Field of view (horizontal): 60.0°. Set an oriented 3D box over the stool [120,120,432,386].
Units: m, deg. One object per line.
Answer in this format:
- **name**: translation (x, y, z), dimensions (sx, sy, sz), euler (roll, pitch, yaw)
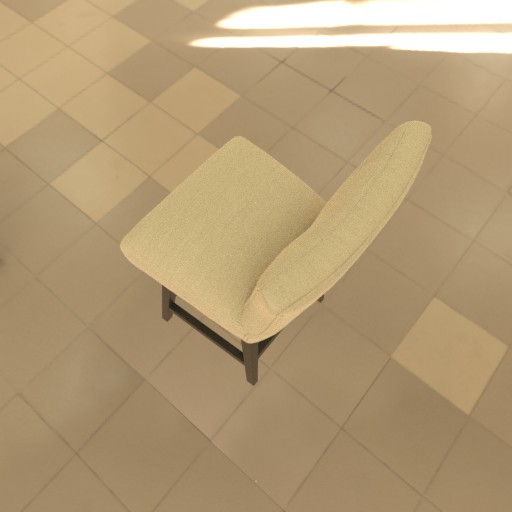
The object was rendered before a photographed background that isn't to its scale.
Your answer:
- **stool**: translation (0.000, 0.000, 1.295), dimensions (0.574, 1.000, 0.514), euler (36, 69, 17)
